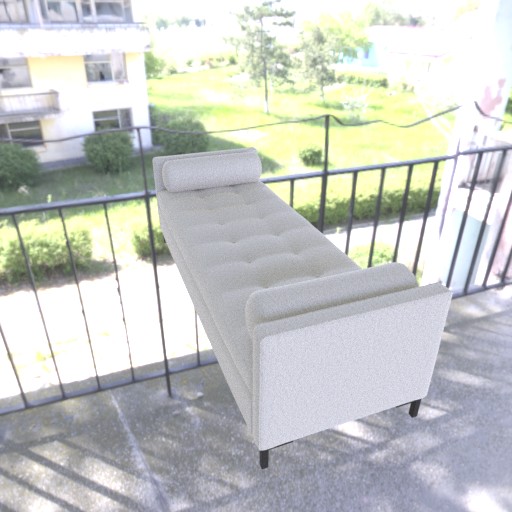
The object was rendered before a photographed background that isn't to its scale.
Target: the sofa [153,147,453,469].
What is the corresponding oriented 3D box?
[{"bbox_3d":[0.000,0.000,2.367,0.746,0.641,1.985,-10,31,-18],"label":"sofa"}]
